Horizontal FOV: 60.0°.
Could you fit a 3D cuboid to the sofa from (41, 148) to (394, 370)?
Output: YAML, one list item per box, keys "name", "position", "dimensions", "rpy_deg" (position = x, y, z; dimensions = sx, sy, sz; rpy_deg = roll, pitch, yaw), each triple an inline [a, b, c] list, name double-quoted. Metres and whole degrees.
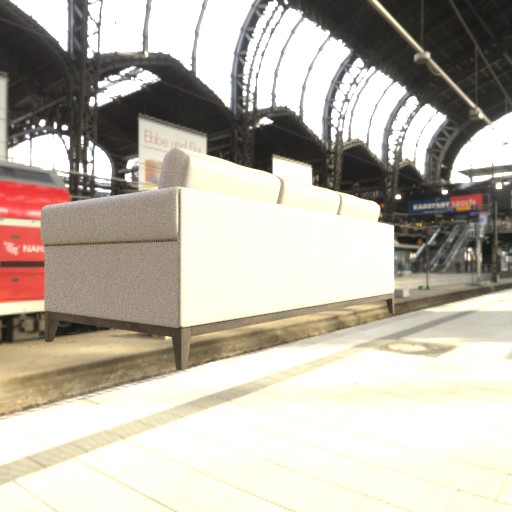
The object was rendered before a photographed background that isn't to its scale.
- name: "sofa"
  position: [0.000, 0.000, 2.728]
  dimensions: [0.959, 0.838, 2.210]
  rpy_deg: [0, -1, 37]
